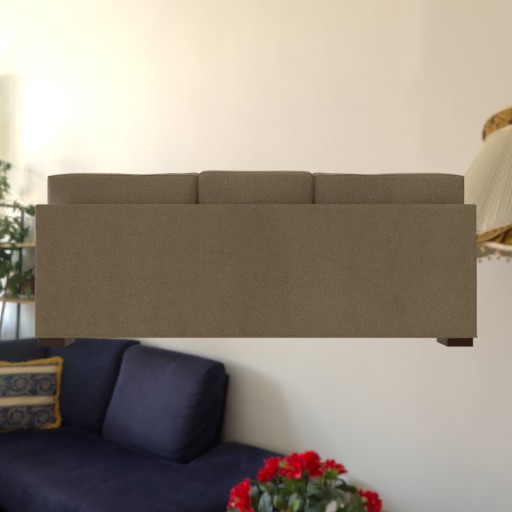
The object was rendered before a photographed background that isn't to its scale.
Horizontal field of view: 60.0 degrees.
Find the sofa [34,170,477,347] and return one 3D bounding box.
[{"bbox_3d":[0.000,0.000,2.540,2.093,0.862,0.936,0,0,0],"label":"sofa"}]
